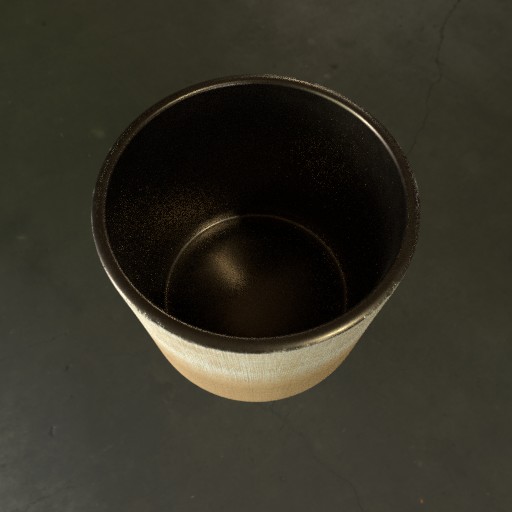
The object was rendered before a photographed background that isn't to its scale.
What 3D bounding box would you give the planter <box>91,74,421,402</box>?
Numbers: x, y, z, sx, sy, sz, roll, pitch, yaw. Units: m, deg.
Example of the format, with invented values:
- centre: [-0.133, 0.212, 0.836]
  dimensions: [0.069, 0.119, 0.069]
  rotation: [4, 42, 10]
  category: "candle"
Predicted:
- centre: [0.000, 0.000, 0.383]
  dimensions: [0.221, 0.201, 0.221]
  rotation: [0, 64, 0]
  category: "planter"
